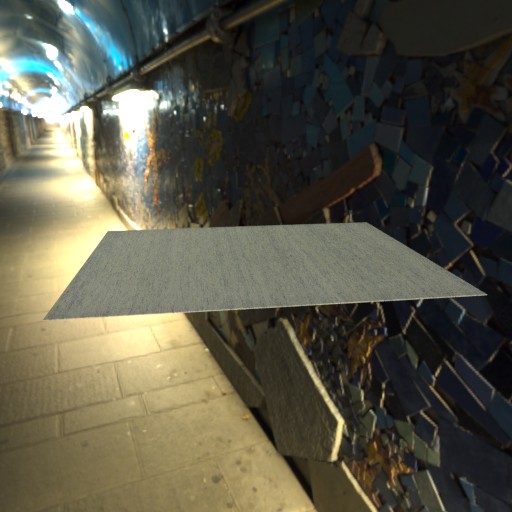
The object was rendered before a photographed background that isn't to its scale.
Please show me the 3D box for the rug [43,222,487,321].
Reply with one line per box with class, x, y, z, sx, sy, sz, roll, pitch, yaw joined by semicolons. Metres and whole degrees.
rug;0.000;0.000;4.303;3.197;0.006;2.438;-2;18;-8
